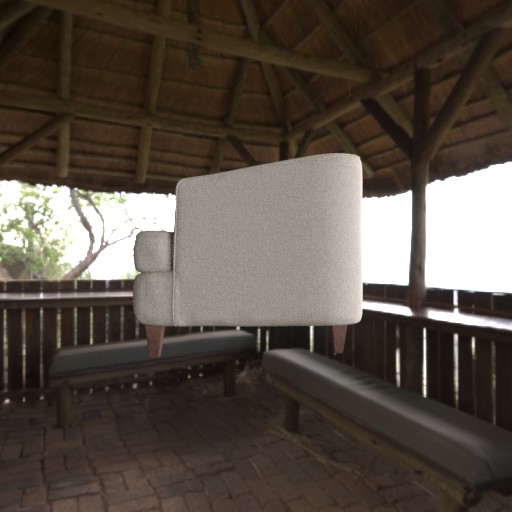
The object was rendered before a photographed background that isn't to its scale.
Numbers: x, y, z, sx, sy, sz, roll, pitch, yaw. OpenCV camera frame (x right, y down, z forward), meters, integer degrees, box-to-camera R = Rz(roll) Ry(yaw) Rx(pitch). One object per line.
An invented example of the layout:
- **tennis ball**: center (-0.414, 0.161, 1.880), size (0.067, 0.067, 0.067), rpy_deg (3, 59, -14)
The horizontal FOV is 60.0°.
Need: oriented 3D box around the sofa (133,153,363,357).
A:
- **sofa**: center (0.000, 0.000, 2.731), size (0.913, 0.788, 2.235), rpy_deg (0, -1, 1)
